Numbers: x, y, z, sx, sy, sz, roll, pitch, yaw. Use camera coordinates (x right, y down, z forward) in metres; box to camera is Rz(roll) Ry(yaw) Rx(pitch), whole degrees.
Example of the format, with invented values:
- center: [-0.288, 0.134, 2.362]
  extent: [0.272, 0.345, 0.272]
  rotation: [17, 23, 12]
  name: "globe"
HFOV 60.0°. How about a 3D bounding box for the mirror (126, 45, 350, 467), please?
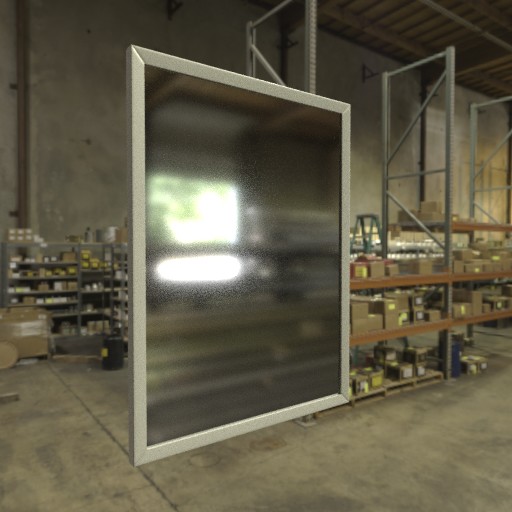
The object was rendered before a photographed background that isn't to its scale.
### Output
- center: [0.000, 0.000, 1.305]
  extent: [0.762, 1.016, 0.040]
  rotation: [-1, 2, -36]
  name: "mirror"
